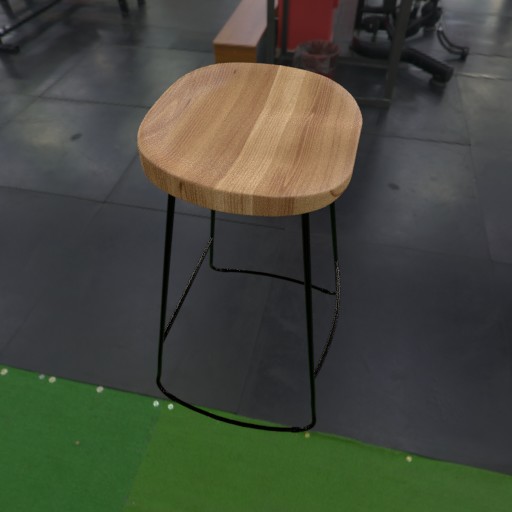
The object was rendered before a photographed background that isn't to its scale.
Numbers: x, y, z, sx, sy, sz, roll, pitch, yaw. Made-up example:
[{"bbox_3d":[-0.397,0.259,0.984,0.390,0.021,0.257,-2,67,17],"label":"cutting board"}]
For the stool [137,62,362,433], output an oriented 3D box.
[{"bbox_3d":[0.000,0.000,0.965,0.401,0.679,0.480,11,48,10],"label":"stool"}]
